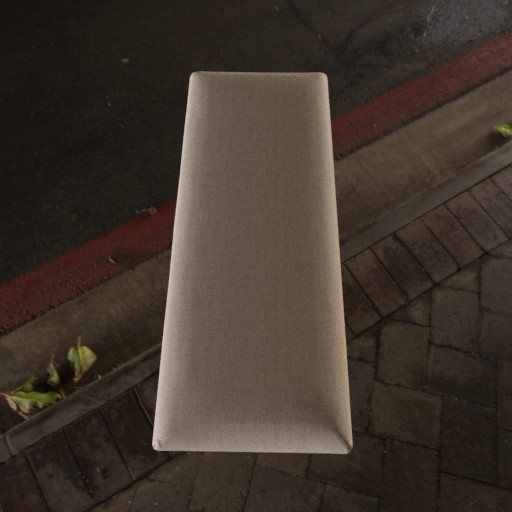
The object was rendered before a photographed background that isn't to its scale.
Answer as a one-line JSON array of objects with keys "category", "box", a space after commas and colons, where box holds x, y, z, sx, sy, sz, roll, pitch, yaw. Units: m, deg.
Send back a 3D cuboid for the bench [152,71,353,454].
[{"category": "bench", "box": [0.000, 0.000, 1.247, 0.407, 0.456, 1.013, 1, 66, 0]}]
